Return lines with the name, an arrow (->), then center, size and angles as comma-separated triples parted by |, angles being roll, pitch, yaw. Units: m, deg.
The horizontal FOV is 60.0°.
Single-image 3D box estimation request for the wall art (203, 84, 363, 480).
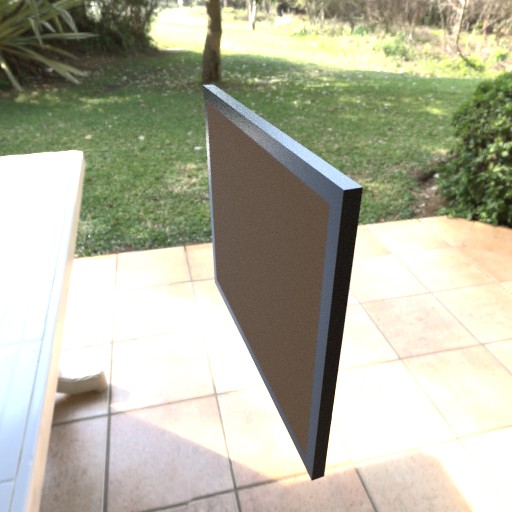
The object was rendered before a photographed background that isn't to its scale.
wall art -> 0.000, 0.000, 0.915 | 0.026, 0.558, 0.660 | -11, 33, -17
